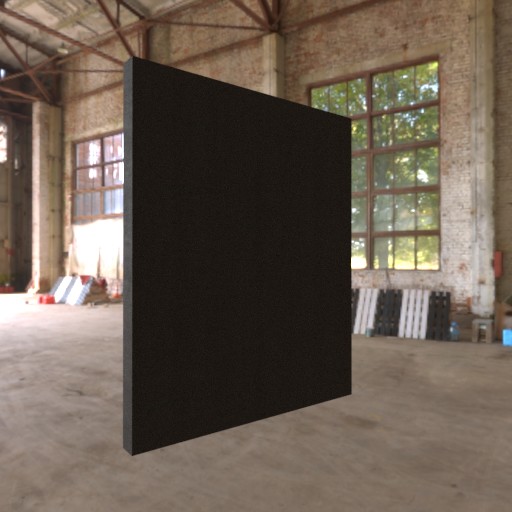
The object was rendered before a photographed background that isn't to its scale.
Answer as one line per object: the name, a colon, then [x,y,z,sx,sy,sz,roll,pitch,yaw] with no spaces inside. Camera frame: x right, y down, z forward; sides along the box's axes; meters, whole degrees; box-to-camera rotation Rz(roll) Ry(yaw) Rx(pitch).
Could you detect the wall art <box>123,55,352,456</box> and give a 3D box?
wall art: [0.000,0.000,0.762,0.455,0.552,0.034,0,0,-37]
